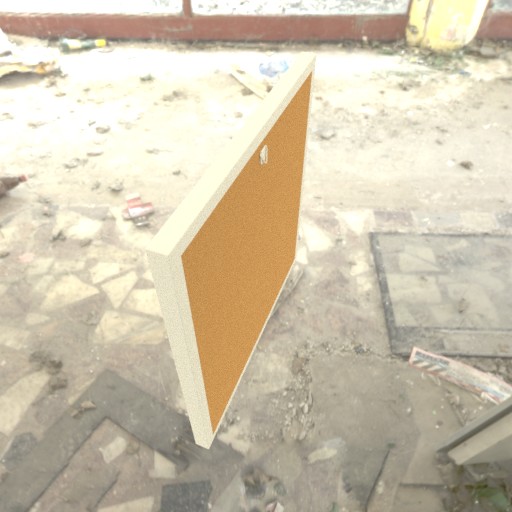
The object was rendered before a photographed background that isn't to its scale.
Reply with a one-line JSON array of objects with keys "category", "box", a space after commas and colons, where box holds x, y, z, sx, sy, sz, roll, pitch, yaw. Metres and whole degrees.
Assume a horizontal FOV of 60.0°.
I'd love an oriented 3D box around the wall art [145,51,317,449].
[{"category": "wall art", "box": [0.000, 0.000, 1.165, 0.050, 0.762, 0.761, 16, 49, 15]}]
